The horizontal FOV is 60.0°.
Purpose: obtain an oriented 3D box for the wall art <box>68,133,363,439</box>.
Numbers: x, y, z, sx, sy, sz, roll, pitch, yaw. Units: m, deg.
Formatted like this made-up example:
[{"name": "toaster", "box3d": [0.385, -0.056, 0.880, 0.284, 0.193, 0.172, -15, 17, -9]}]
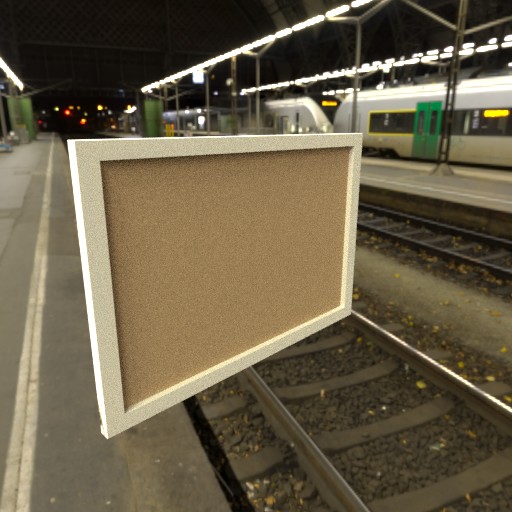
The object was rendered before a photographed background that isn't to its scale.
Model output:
[{"name": "wall art", "box3d": [0.000, 0.000, 1.464, 1.144, 0.767, 0.038, -16, 23, -42]}]
